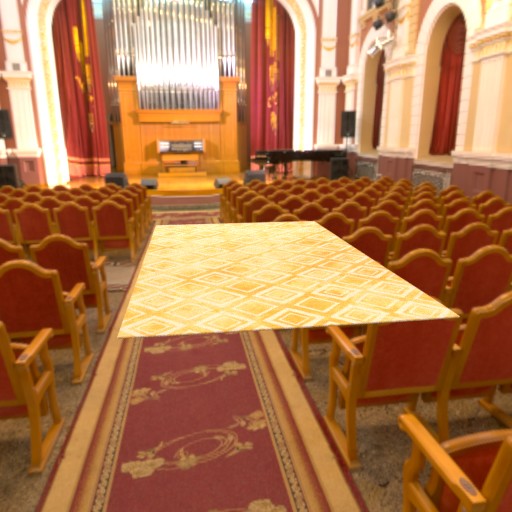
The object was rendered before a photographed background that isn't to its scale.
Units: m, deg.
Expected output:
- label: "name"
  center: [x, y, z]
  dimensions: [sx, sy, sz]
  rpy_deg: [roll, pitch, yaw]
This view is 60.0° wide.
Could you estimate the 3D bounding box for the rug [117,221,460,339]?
- label: "rug"
  center: [0.000, 0.000, 3.058]
  dimensions: [1.511, 0.010, 2.424]
  rpy_deg: [-2, 15, -8]
